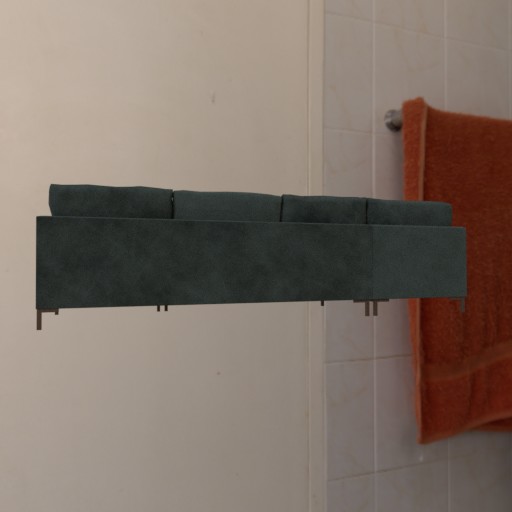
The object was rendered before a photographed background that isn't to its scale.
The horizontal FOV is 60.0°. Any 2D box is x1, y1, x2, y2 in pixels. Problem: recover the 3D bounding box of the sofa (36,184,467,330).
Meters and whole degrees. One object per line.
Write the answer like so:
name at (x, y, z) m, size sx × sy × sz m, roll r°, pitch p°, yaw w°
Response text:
sofa at (0.000, 0.000, 4.017) m, size 3.400 × 0.967 × 1.500 m, roll 0°, pitch -1°, yaw -17°
